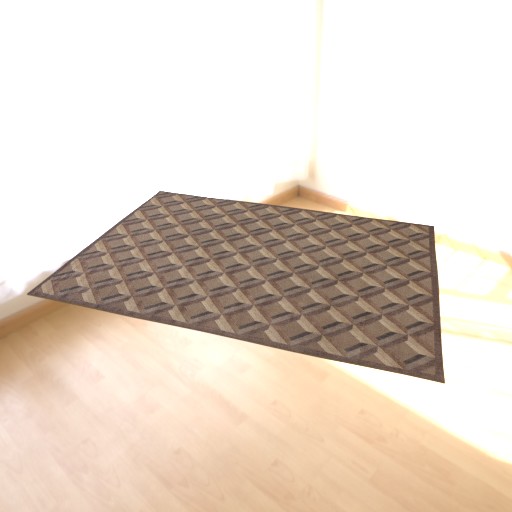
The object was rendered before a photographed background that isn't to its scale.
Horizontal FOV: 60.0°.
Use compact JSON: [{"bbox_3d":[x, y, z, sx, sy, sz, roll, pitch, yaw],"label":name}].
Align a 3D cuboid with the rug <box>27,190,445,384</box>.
[{"bbox_3d":[0.000,0.000,2.901,2.260,0.013,1.600,9,32,15],"label":"rug"}]
